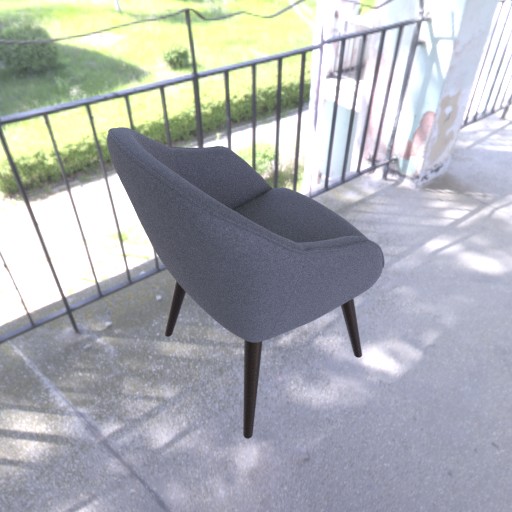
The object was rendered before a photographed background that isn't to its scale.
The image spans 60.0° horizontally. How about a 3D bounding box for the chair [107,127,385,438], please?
[{"bbox_3d":[0.000,0.000,1.233,0.611,0.810,0.589,-26,47,-28],"label":"chair"}]
